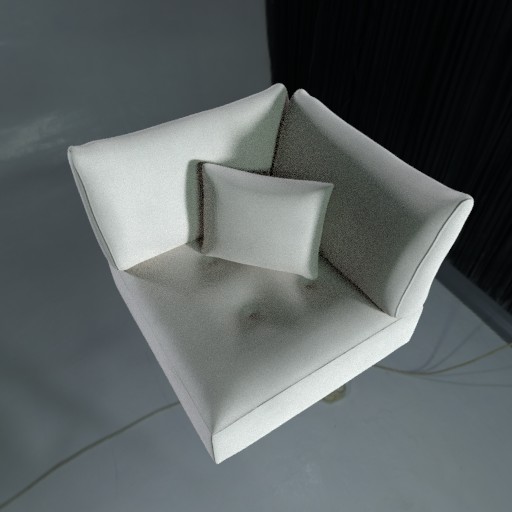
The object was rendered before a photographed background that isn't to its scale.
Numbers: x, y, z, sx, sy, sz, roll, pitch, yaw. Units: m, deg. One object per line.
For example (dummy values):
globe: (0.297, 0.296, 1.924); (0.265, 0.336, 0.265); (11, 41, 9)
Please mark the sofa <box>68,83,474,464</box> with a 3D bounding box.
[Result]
sofa: (0.000, 0.000, 1.738); (1.000, 0.820, 1.000); (-25, 51, -22)
